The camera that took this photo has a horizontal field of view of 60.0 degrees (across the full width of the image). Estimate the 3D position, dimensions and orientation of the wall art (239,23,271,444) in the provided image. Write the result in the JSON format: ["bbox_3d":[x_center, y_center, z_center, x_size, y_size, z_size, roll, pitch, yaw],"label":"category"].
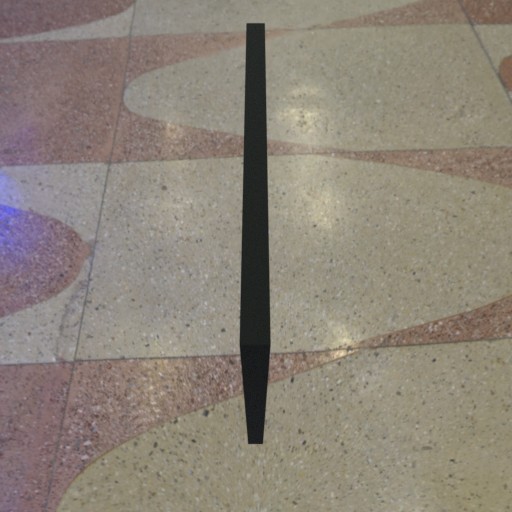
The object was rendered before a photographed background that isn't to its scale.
[{"bbox_3d":[0.000,0.000,1.113,0.044,0.758,0.758,0,58,0],"label":"wall art"}]
